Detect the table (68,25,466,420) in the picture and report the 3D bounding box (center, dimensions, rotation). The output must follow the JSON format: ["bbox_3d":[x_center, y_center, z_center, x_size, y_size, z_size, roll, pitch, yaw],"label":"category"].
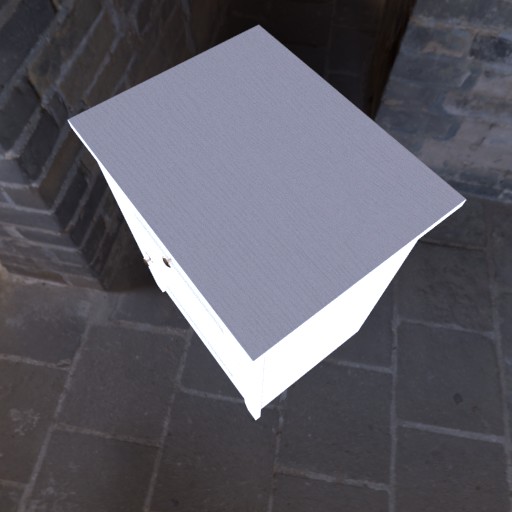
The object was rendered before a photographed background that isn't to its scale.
[{"bbox_3d":[0.000,0.000,0.941,0.381,0.635,0.480,-34,68,-16],"label":"table"}]
